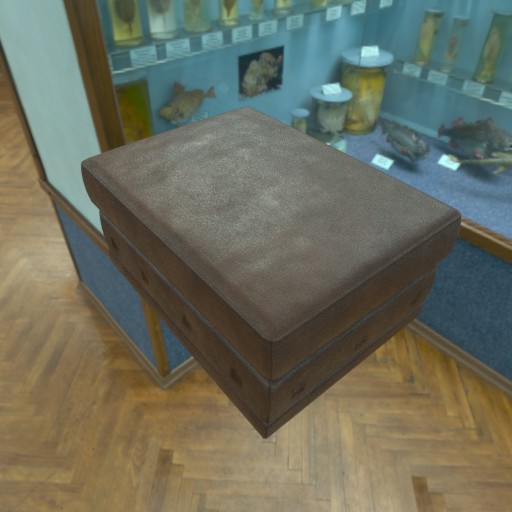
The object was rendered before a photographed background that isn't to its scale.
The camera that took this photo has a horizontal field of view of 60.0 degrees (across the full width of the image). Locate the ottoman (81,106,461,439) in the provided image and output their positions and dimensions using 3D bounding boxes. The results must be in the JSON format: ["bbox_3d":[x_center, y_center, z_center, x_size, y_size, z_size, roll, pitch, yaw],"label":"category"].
[{"bbox_3d":[0.000,0.000,1.229,0.588,0.509,0.795,-28,49,-29],"label":"ottoman"}]
